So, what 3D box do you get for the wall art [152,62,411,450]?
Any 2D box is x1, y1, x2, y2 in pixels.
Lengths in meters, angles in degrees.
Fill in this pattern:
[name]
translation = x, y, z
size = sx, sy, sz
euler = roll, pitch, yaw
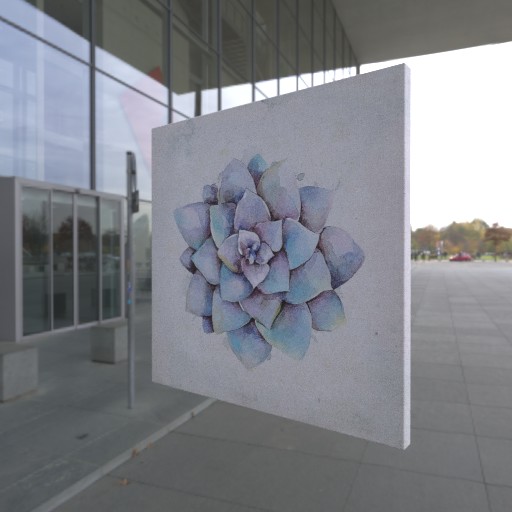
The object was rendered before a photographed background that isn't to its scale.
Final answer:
[wall art]
translation = 0.000, 0.000, 1.114
size = 0.762, 0.762, 0.038
euler = 0, 1, 37
